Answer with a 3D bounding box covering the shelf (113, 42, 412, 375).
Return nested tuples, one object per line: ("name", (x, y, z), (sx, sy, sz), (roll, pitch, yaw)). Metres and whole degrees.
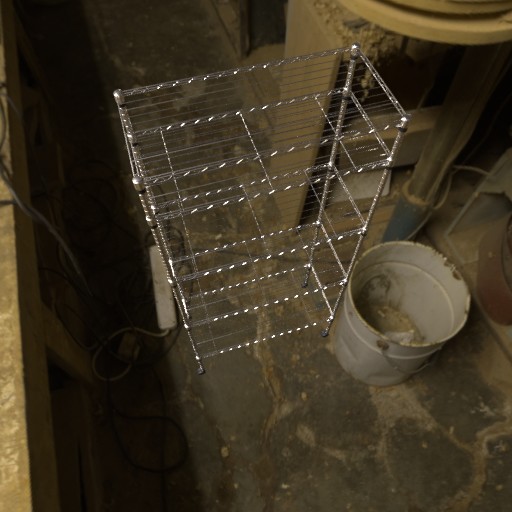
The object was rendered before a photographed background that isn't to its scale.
("shelf", (0.000, 0.000, 1.875), (0.762, 1.587, 0.356), (-15, 60, -9))
